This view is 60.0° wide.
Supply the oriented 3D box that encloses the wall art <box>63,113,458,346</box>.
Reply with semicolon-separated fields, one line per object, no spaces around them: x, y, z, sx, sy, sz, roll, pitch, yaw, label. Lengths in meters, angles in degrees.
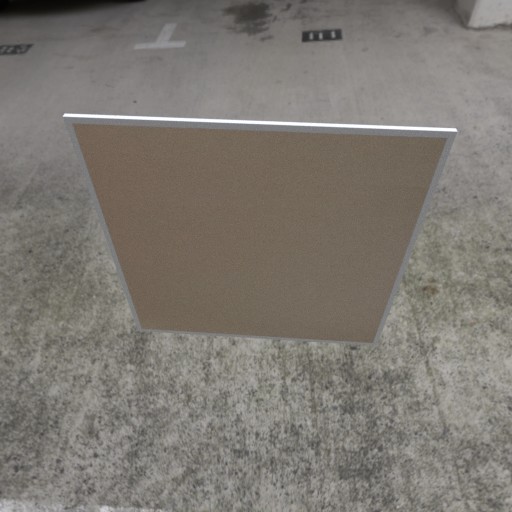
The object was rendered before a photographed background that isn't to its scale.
0.000;0.000;0.680;0.456;0.456;0.007;3;47;3;wall art
